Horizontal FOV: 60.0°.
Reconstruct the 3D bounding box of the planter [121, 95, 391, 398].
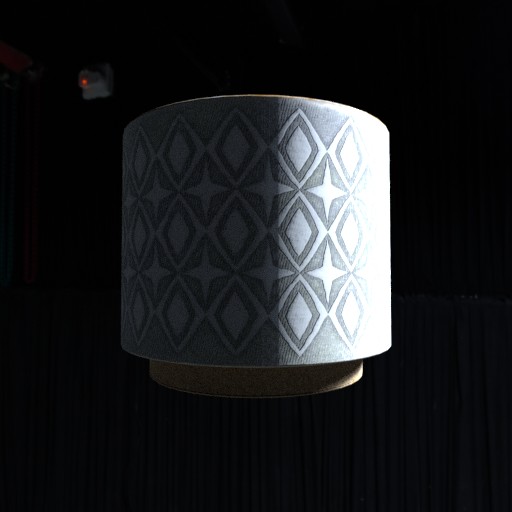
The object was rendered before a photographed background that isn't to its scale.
[{"bbox_3d":[0.000,0.000,0.439,0.255,0.223,0.255,0,-2,0],"label":"planter"}]
